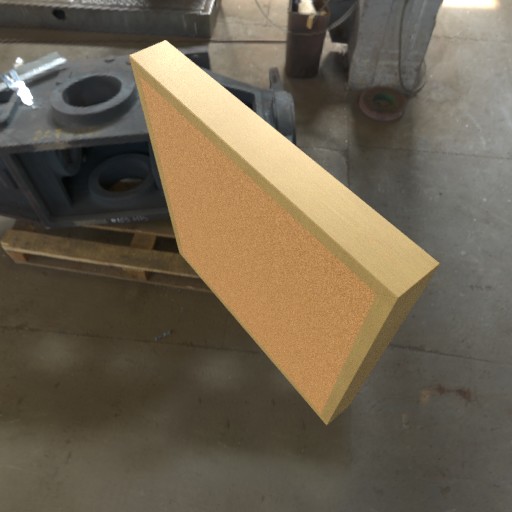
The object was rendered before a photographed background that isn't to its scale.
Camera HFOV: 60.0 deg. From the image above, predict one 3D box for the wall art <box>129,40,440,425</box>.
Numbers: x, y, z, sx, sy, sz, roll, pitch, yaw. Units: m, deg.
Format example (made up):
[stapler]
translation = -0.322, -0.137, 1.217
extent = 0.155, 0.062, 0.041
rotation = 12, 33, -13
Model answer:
[wall art]
translation = 0.000, 0.000, 0.451
extent = 0.038, 0.305, 0.305
rotation = -34, 63, -20
